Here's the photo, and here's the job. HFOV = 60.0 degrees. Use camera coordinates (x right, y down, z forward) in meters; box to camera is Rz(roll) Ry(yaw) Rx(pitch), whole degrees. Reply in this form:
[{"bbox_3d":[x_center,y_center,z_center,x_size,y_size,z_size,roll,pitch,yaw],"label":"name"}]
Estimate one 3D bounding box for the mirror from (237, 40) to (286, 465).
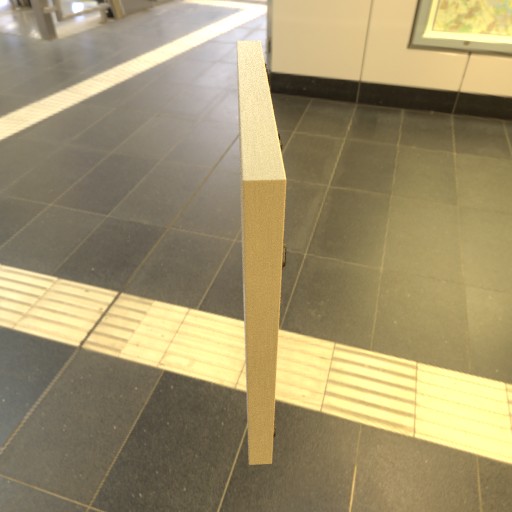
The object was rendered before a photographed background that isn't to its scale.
[{"bbox_3d":[0.000,0.000,0.680,0.041,0.509,0.406,-2,41,-2],"label":"mirror"}]
